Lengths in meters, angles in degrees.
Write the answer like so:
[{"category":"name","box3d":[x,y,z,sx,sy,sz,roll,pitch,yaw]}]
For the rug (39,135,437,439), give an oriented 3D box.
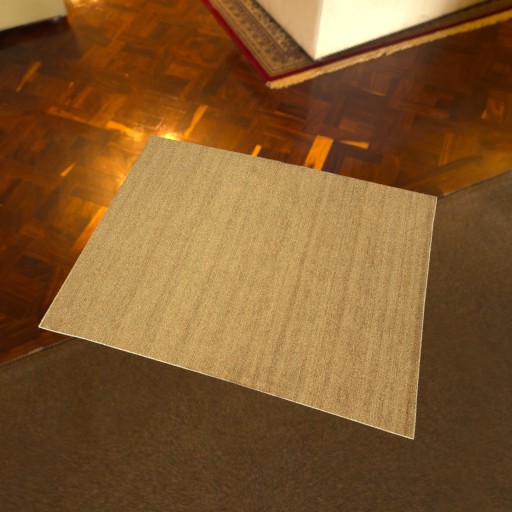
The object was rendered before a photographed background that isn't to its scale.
[{"category":"rug","box3d":[0.000,0.000,4.183,3.202,0.045,2.434,14,60,9]}]
